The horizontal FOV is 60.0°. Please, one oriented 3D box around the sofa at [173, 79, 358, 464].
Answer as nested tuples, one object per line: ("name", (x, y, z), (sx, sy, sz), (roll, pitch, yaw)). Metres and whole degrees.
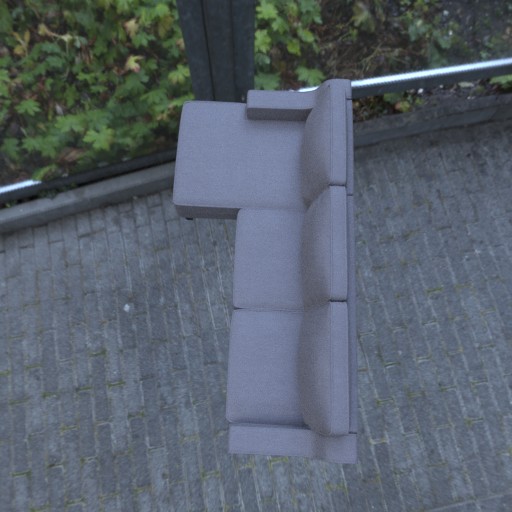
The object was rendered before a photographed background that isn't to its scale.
("sofa", (0.000, 0.000, 3.134), (1.294, 0.928, 2.561), (2, 74, 1))
